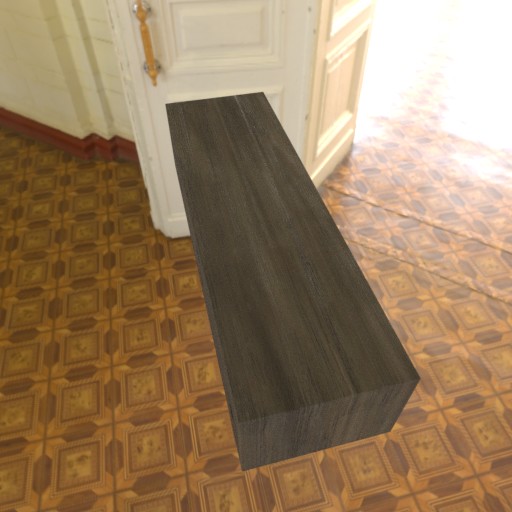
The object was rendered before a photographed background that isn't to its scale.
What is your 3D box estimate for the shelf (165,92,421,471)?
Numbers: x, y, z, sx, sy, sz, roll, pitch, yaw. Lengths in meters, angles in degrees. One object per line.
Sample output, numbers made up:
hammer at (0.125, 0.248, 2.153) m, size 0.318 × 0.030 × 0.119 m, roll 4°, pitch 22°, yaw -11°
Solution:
shelf at (0.000, 0.000, 1.513) m, size 0.400 × 0.495 × 1.300 m, roll -11°, pitch 48°, yaw -10°
